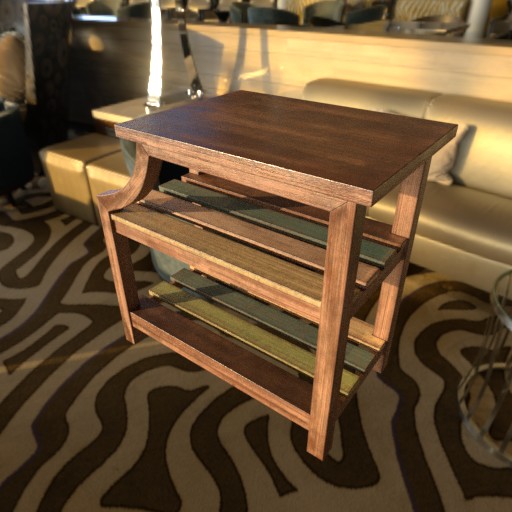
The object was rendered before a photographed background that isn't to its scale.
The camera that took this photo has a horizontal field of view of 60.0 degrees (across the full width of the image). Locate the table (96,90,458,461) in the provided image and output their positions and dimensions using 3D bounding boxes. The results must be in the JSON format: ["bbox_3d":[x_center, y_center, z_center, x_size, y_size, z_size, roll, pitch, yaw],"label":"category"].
[{"bbox_3d":[0.000,0.000,0.953,0.609,0.584,0.356,21,38,30],"label":"table"}]
